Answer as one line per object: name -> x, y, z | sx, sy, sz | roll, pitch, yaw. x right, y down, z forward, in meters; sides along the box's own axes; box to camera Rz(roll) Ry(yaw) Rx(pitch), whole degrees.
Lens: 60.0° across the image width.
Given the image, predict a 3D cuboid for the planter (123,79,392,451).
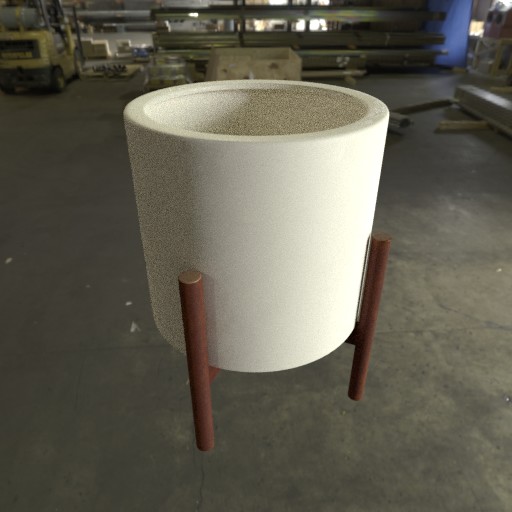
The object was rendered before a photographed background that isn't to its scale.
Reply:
planter -> 0.000, 0.000, 0.869 | 0.420, 0.581, 0.421 | -10, 33, -15
